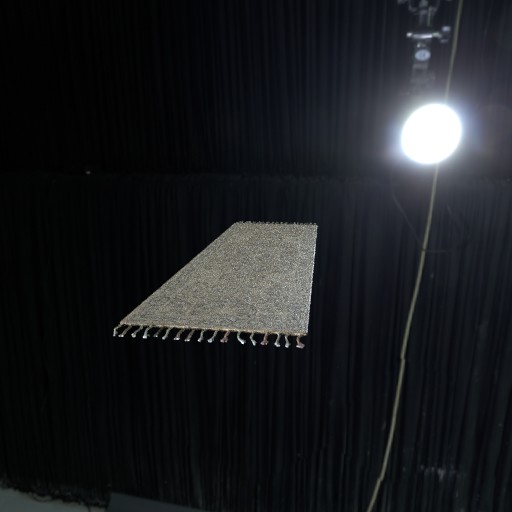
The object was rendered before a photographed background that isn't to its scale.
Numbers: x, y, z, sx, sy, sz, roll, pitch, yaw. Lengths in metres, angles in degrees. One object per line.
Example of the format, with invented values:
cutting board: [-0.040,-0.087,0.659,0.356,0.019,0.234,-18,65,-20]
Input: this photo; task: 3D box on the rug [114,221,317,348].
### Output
rug: [0.000,0.000,2.923,0.762,0.011,2.664,2,14,8]
